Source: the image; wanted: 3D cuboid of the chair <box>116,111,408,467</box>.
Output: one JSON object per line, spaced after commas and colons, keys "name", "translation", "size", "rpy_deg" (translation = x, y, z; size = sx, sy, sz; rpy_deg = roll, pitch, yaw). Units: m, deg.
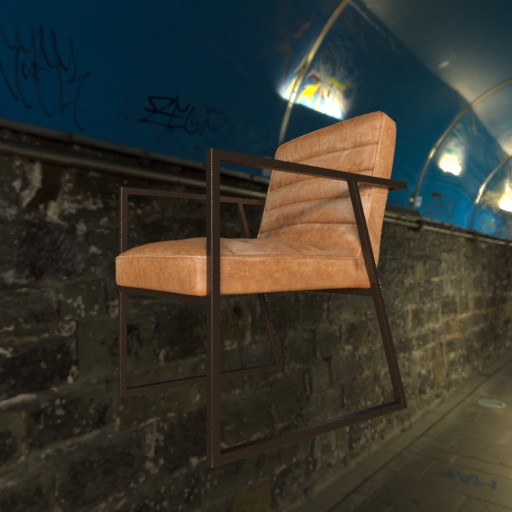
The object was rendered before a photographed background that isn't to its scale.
{"name": "chair", "translation": [0.000, 0.000, 1.272], "size": [0.677, 0.832, 0.571], "rpy_deg": [1, -1, -35]}
